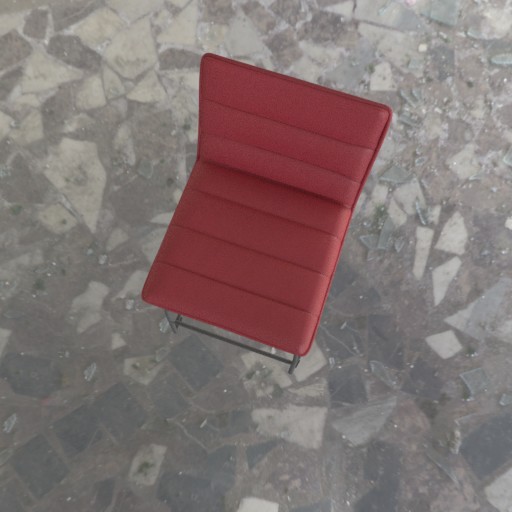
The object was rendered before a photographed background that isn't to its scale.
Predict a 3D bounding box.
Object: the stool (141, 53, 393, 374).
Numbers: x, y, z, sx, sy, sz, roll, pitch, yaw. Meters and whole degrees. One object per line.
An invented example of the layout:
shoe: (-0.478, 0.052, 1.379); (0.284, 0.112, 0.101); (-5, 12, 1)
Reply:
stool: (0.000, 0.000, 1.230); (0.489, 0.937, 0.524); (18, 76, 5)
